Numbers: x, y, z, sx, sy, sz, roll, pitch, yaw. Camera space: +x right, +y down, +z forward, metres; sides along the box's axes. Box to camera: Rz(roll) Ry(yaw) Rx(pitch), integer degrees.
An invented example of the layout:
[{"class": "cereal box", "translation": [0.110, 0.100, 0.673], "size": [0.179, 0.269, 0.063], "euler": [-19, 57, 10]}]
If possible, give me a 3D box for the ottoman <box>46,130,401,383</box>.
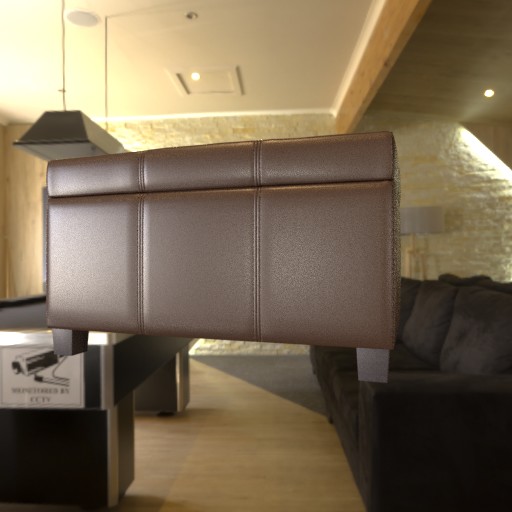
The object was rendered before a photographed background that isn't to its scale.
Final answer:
[{"class": "ottoman", "translation": [0.000, 0.000, 1.267], "size": [0.787, 0.460, 0.788], "euler": [0, 0, 18]}]
